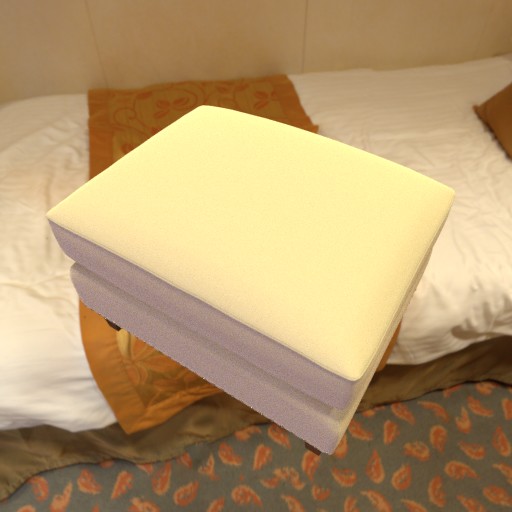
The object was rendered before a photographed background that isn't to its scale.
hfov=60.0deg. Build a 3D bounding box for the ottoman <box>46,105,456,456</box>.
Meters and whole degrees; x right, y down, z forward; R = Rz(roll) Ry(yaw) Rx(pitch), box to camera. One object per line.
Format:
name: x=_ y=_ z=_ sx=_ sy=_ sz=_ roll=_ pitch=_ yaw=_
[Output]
ottoman: x=0.000 y=0.000 z=1.109 sx=0.741 sy=0.513 sz=0.584 roll=25 pitch=52 yaw=21
